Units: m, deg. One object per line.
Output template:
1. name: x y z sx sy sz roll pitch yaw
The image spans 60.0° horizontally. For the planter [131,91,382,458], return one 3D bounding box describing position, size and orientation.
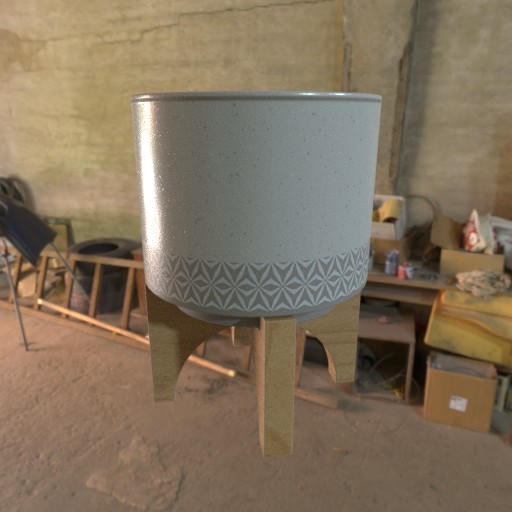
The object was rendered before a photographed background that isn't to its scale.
1. planter: 0.000 0.000 0.263 0.130 0.178 0.130 0 18 0
